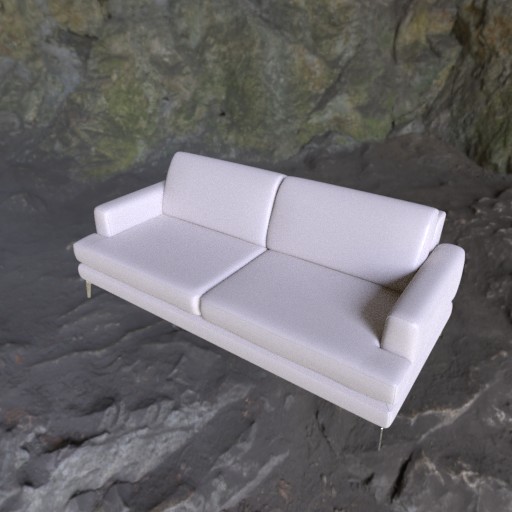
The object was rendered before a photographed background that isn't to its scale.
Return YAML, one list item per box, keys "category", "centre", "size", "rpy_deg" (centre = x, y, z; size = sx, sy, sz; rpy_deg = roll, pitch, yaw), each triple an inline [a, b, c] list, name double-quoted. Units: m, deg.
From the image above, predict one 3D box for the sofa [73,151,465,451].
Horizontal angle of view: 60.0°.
- category: "sofa"
  centre: [0.000, 0.000, 2.401]
  size: [1.940, 0.765, 0.974]
  rpy_deg: [19, 34, 30]
